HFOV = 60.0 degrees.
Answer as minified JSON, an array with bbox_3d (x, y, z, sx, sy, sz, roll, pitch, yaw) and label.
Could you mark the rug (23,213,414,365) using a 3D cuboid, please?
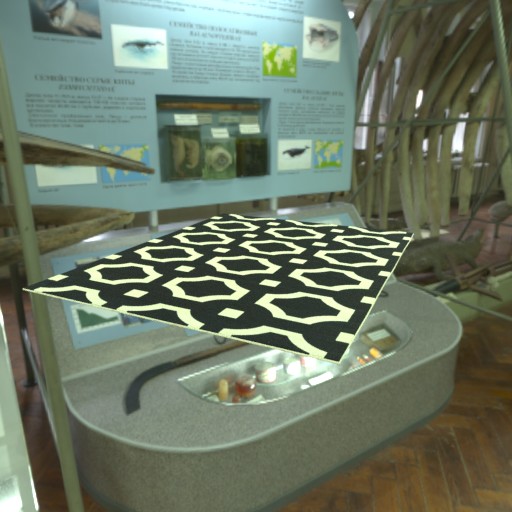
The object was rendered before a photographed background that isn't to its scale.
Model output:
[{"bbox_3d":[0.000,0.000,4.164,2.466,0.021,3.049,8,19,24],"label":"rug"}]
